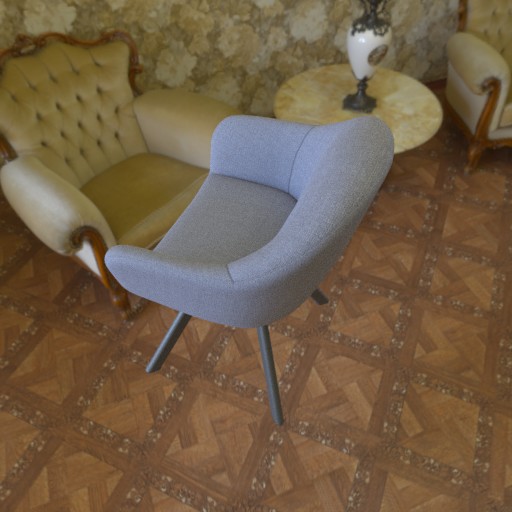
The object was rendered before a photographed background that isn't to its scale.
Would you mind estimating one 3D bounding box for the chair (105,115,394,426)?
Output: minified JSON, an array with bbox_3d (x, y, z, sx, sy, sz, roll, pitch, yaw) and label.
[{"bbox_3d":[0.000,0.000,1.173,0.550,0.795,0.590,17,50,15],"label":"chair"}]
